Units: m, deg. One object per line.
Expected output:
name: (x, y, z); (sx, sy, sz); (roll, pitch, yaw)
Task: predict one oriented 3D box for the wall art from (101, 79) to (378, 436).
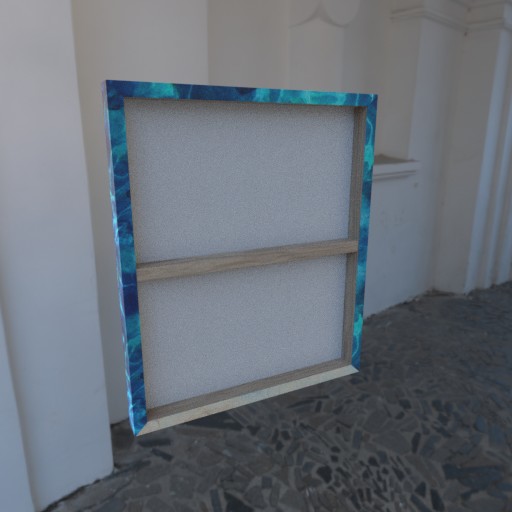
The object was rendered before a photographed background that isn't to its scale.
wall art: (0.000, 0.000, 0.718); (0.432, 0.508, 0.038); (-7, 17, -26)
